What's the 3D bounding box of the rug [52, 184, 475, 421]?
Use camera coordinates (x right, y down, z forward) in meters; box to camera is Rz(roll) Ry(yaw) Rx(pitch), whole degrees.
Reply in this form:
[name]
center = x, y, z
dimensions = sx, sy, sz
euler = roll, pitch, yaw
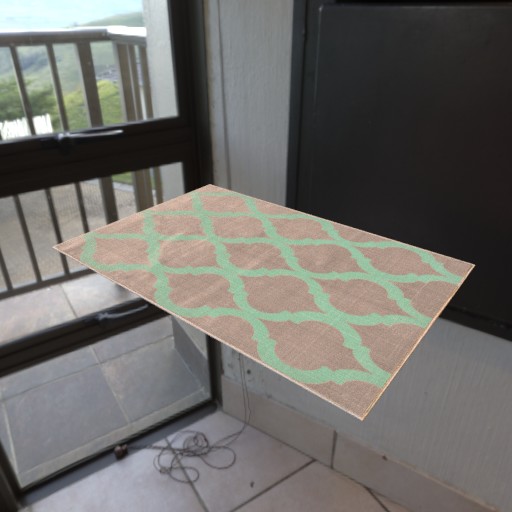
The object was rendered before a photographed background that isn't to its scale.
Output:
[rug]
center = 0.000, 0.000, 2.869
dimensions = 2.286, 0.006, 1.524
euler = 22, 36, 33
